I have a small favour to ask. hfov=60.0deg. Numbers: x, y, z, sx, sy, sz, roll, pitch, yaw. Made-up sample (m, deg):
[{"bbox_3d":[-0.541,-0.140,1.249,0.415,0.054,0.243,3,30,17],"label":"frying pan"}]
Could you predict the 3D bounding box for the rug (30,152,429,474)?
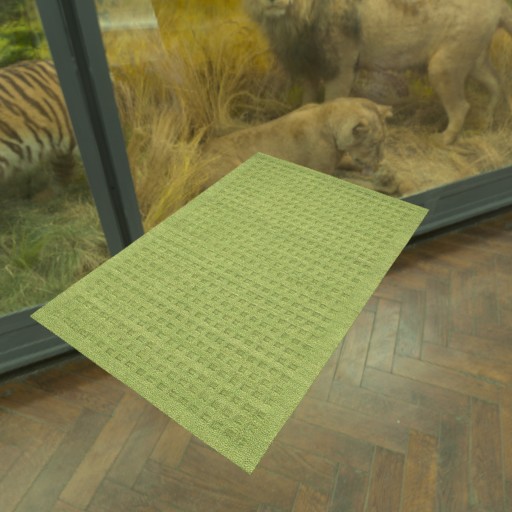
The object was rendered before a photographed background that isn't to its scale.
[{"bbox_3d":[0.000,0.000,2.887,1.529,0.007,2.297,25,48,25],"label":"rug"}]
